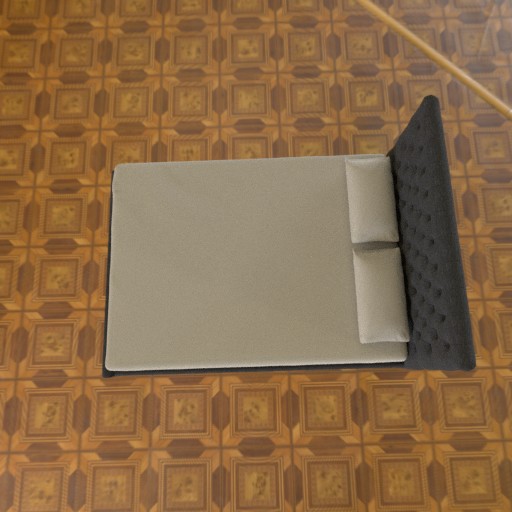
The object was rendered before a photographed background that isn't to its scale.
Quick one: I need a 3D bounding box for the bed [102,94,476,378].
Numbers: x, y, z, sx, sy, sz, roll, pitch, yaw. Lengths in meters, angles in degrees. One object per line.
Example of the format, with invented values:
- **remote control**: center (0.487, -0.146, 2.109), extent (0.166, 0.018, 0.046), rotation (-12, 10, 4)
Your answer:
- **bed**: center (0.000, 0.000, 3.261), extent (2.387, 1.427, 1.698), rotation (-2, 77, 0)
